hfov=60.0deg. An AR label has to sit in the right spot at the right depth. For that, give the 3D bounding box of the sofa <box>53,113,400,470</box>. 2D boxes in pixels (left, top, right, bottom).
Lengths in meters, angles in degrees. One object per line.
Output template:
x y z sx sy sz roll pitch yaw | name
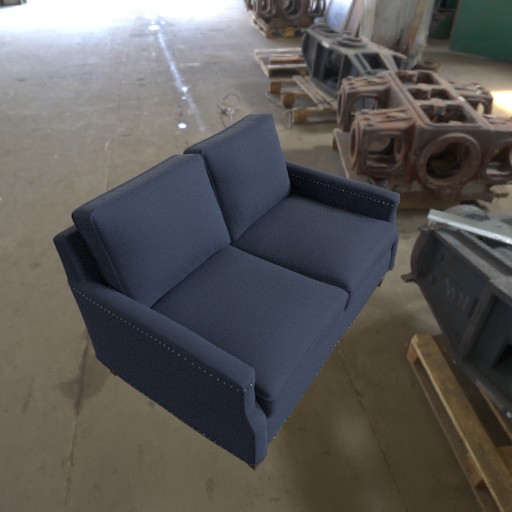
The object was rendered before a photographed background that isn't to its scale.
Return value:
0.000 0.000 2.328 1.084 1.003 1.597 23 44 26 | sofa
